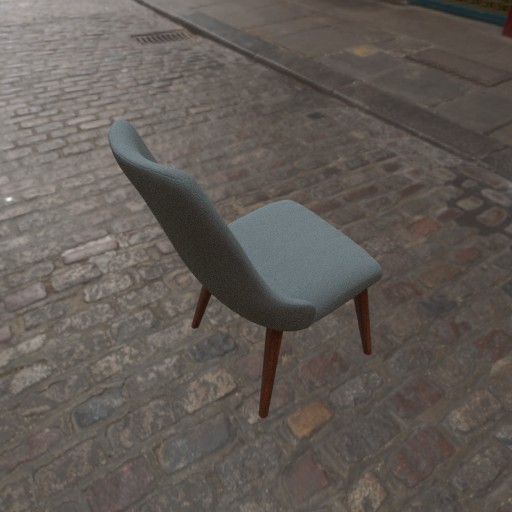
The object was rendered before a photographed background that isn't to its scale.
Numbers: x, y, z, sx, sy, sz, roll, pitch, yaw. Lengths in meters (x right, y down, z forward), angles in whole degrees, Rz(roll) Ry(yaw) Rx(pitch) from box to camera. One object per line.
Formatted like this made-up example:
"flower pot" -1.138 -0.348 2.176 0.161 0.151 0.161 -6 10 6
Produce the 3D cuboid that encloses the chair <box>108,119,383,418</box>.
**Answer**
"chair" 0.000 0.000 1.361 0.707 0.918 0.535 -24 46 -25
